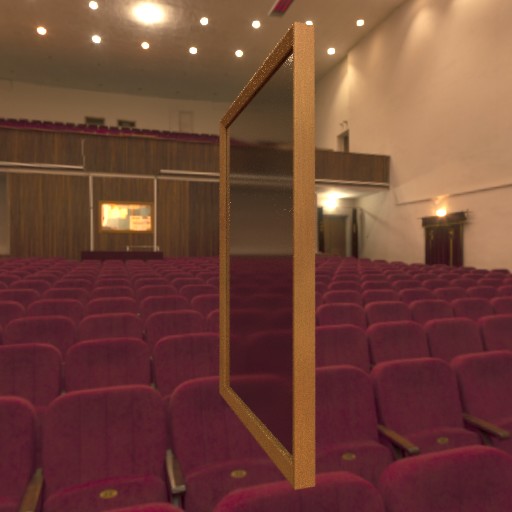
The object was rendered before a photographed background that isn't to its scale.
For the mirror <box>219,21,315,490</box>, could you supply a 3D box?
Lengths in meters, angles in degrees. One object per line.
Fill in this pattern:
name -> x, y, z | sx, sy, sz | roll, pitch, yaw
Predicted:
mirror -> 0.000, 0.000, 0.919 | 0.039, 0.710, 0.507 | 0, -1, -18
